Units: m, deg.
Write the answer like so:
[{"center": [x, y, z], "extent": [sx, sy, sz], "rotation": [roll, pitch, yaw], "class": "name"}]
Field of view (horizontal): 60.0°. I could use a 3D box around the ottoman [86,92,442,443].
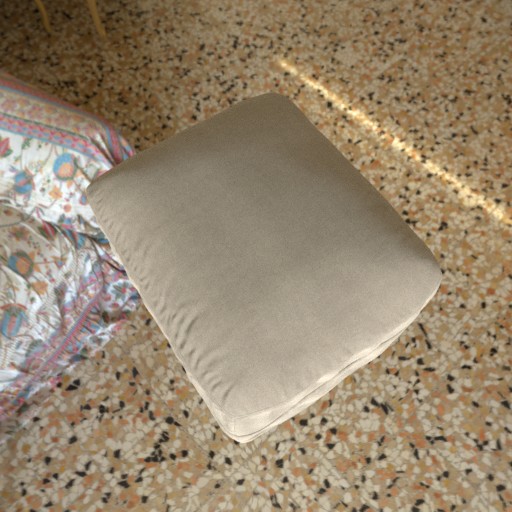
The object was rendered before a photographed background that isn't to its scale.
[{"center": [0.000, 0.000, 1.111], "extent": [0.584, 0.480, 0.712], "rotation": [-31, 68, -14], "class": "ottoman"}]
